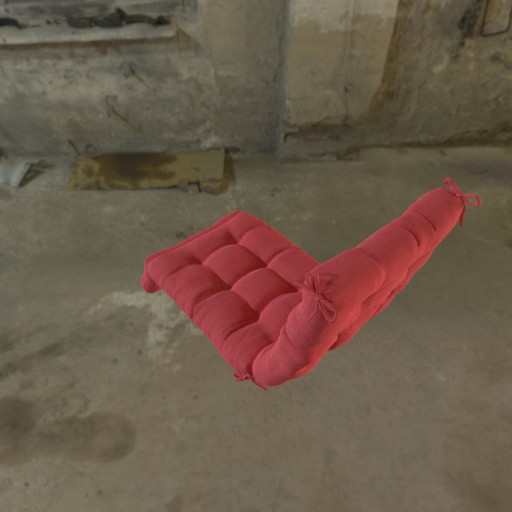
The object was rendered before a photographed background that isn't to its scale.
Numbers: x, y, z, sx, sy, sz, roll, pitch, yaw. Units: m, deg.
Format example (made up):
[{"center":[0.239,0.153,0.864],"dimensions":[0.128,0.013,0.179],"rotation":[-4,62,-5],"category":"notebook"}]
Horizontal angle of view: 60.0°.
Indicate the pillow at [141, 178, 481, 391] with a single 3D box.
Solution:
[{"center":[0.000,0.000,1.459],"dimensions":[0.526,0.863,1.016],"rotation":[-31,53,-27],"category":"pillow"}]
